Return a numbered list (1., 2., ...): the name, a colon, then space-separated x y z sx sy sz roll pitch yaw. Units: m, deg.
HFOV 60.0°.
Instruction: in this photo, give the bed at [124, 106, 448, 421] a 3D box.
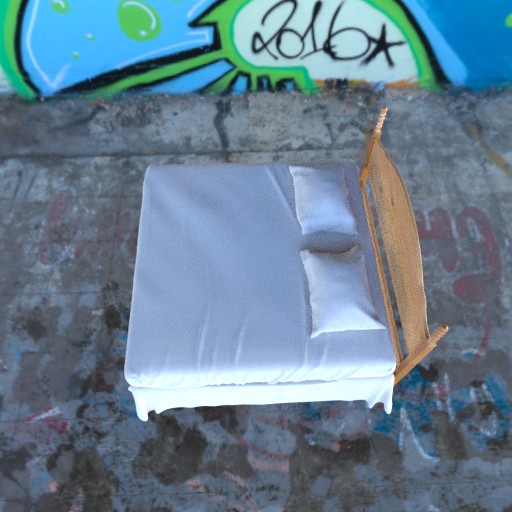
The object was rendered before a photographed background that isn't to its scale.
1. bed: 0.000 0.000 3.623 2.219 1.355 2.322 -2 60 -1
